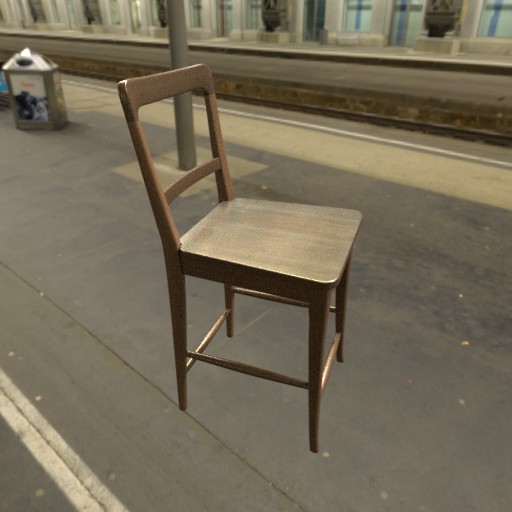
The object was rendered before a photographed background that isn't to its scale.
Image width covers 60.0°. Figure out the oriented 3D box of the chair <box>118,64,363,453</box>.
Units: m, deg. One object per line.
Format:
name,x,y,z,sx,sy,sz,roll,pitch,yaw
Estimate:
chair,0.000,0.000,1.300,0.546,0.991,0.450,10,30,18
